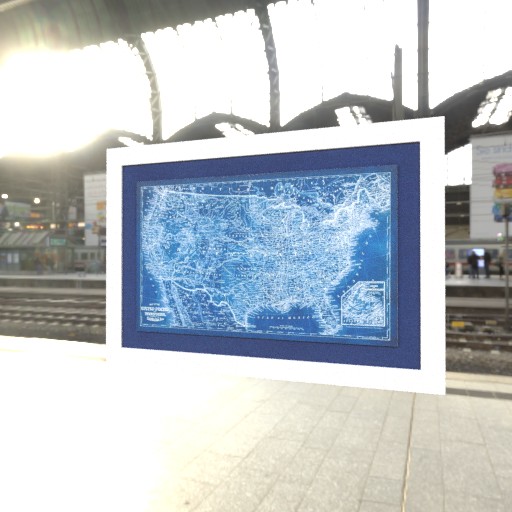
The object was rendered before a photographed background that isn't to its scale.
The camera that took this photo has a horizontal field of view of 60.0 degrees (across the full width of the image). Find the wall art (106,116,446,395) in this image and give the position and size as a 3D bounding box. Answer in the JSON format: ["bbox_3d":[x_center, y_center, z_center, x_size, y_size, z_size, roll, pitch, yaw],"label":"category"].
[{"bbox_3d":[0.000,0.000,1.668,1.308,0.902,0.051,0,-1,19],"label":"wall art"}]
